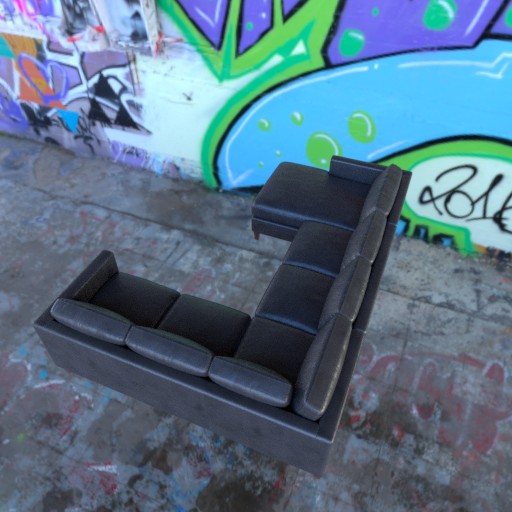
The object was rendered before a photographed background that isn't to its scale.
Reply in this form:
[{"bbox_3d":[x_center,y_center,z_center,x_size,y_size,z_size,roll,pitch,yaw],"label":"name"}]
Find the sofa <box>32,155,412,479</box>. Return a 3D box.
[{"bbox_3d":[0.000,0.000,4.440,2.452,0.891,3.324,16,47,16],"label":"sofa"}]
